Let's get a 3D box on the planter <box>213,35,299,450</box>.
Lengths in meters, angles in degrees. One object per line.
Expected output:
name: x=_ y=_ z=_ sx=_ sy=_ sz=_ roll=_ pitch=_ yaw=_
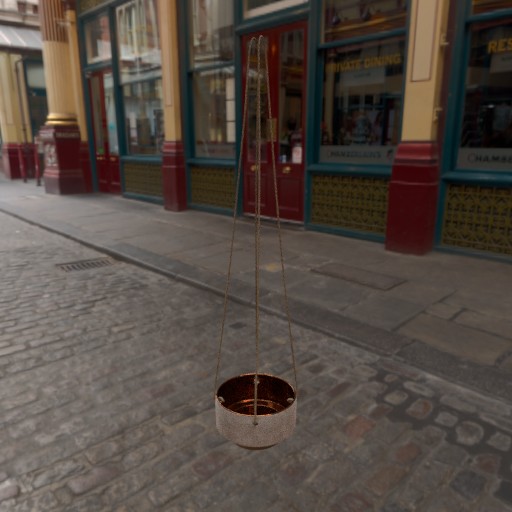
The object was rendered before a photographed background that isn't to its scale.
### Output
planter: x=0.000 y=0.000 z=1.133 sx=0.223 sy=1.030 sz=0.223 roll=-13 pitch=19 yaw=-43
